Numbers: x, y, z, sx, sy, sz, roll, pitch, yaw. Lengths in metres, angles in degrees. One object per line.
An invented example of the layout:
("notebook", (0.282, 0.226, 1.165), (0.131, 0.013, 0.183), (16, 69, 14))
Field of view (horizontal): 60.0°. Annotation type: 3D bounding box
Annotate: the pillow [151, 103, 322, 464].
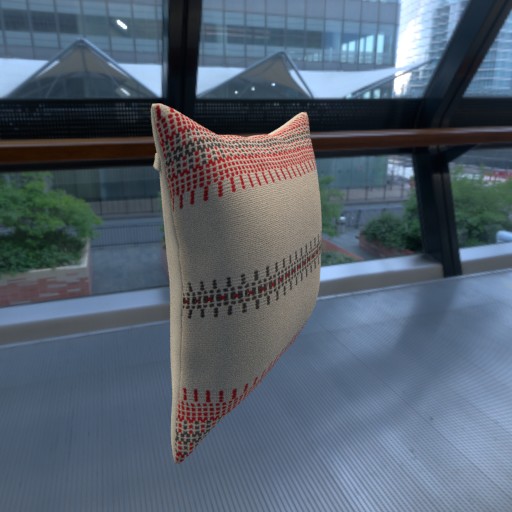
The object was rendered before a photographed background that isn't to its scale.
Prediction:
("pillow", (0.000, 0.000, 0.719), (0.160, 0.454, 0.463), (8, 18, 25))
